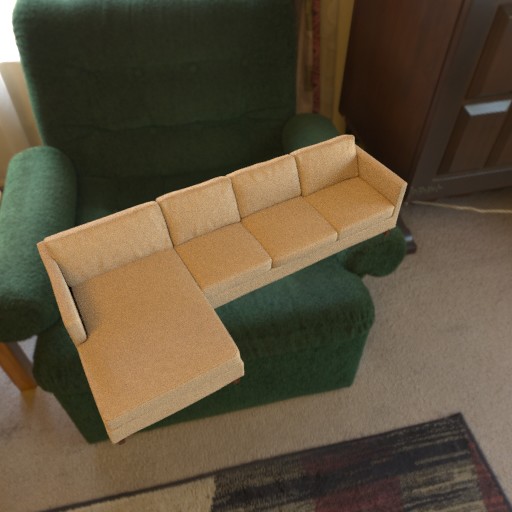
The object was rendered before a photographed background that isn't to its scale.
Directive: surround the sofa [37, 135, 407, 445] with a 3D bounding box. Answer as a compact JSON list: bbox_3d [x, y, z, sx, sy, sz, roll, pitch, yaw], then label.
[{"bbox_3d":[0.000,0.000,3.831,3.186,0.846,1.625,-23,50,-21],"label":"sofa"}]
